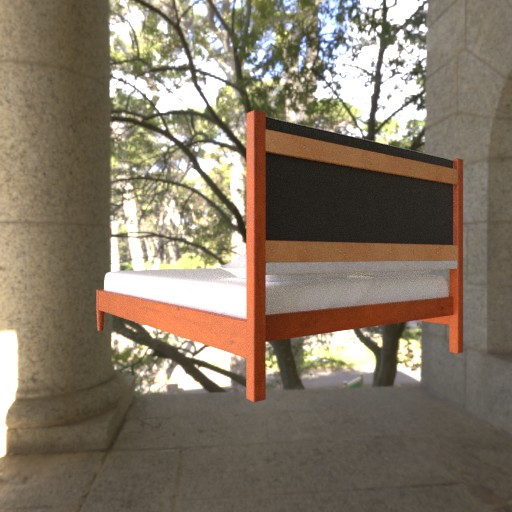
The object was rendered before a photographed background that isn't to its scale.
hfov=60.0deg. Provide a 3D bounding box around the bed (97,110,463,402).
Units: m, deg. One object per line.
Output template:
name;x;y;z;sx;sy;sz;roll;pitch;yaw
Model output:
bed;0.000;0.000;3.071;1.566;1.165;2.117;0;0;-36
